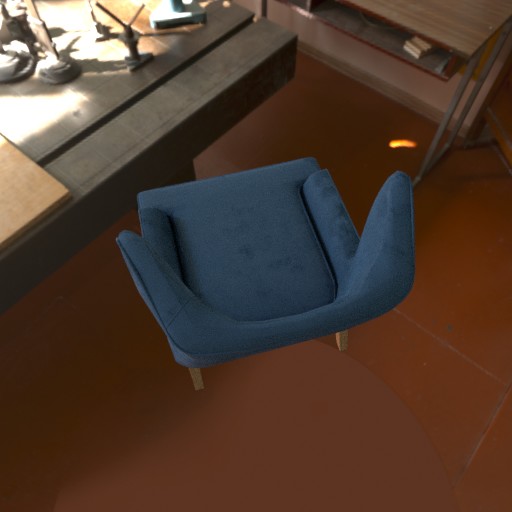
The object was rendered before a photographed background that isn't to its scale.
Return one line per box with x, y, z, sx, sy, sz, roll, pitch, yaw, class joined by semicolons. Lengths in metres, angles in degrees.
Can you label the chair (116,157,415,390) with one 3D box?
0.000;0.000;1.610;0.793;0.952;0.910;-13;60;-8;chair
